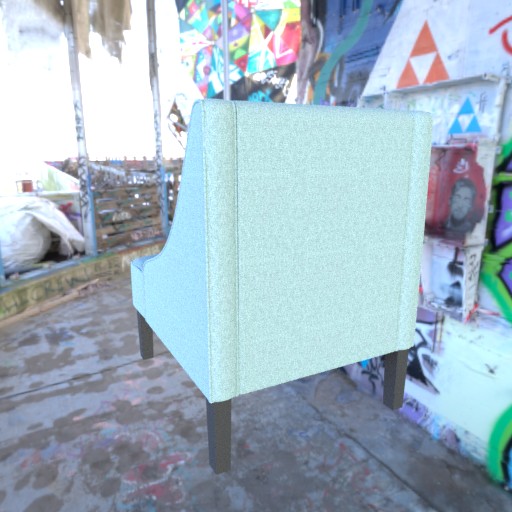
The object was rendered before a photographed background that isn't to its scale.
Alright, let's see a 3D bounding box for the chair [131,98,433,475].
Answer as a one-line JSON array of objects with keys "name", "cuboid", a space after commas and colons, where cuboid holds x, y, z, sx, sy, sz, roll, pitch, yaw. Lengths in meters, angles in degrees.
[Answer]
[{"name": "chair", "cuboid": [0.000, 0.000, 1.875, 0.857, 1.133, 1.025, -7, 15, -27]}]
